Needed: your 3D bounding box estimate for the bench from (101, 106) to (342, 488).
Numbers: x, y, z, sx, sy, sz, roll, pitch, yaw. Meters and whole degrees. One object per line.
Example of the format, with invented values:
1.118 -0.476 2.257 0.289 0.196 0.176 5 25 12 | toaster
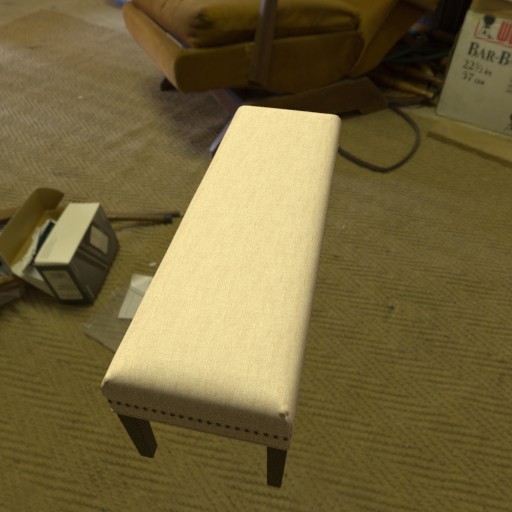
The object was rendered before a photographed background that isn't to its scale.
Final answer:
0.000 0.000 1.428 0.410 0.457 1.219 9 47 8 | bench
